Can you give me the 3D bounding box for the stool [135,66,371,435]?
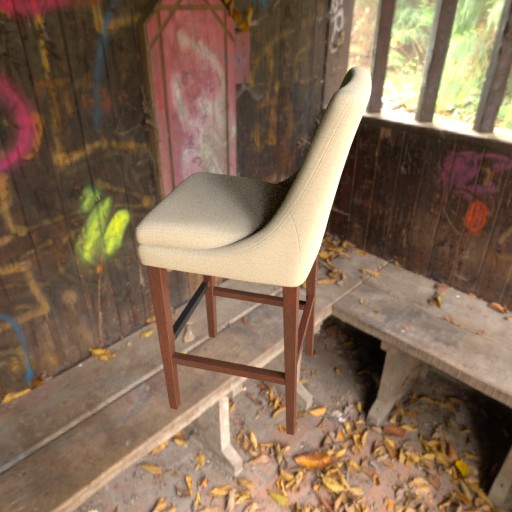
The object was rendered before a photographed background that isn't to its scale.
[{"bbox_3d":[0.000,0.000,1.395,0.577,1.078,0.470,8,31,13],"label":"stool"}]
